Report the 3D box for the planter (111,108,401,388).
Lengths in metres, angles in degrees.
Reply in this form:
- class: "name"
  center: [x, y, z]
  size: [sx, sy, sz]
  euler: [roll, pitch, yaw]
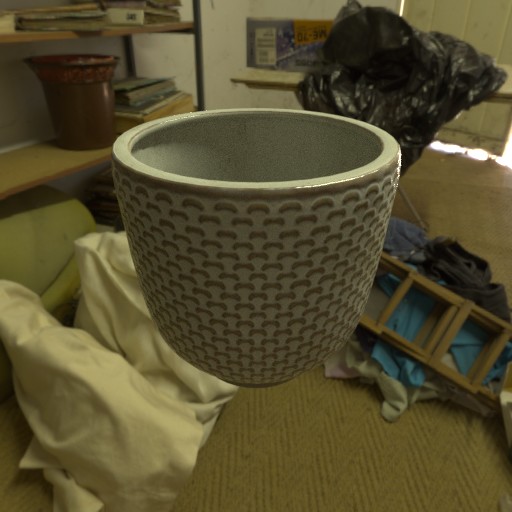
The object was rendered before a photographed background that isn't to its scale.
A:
- class: "planter"
  center: [0.000, 0.000, 0.355]
  size: [0.197, 0.191, 0.197]
  euler: [0, 30, 0]
